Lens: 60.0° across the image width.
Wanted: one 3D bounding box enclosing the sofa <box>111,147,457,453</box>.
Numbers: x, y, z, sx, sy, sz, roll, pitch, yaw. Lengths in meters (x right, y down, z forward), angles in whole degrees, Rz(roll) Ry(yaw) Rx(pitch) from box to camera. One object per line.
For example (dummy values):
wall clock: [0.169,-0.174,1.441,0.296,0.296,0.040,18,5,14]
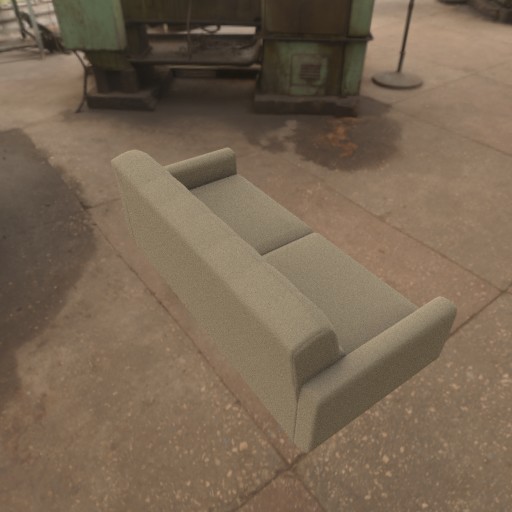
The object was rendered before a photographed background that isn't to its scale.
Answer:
sofa: [0.000,0.000,2.737,0.980,0.892,2.137,-24,46,-26]
